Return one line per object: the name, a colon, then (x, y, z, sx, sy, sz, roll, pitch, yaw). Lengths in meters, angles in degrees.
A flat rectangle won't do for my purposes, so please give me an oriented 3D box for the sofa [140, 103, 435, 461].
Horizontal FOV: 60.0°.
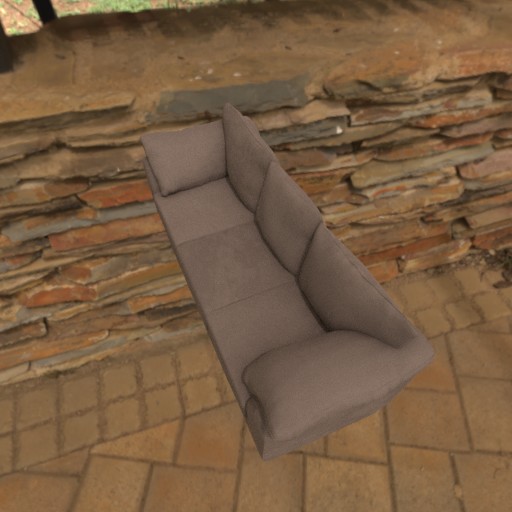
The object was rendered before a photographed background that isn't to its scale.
sofa: (0.000, 0.000, 2.794, 0.893, 0.981, 2.377, -18, 50, -16)
